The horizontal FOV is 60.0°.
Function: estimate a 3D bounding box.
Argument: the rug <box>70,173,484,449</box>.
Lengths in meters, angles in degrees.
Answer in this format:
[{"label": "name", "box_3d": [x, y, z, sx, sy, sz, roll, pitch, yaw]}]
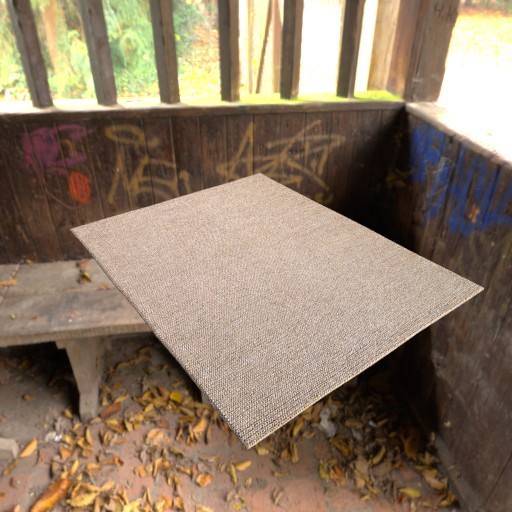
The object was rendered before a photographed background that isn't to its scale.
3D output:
[{"label": "rug", "box_3d": [0.000, 0.000, 4.045, 2.406, 0.012, 3.034, -22, 39, -30]}]
